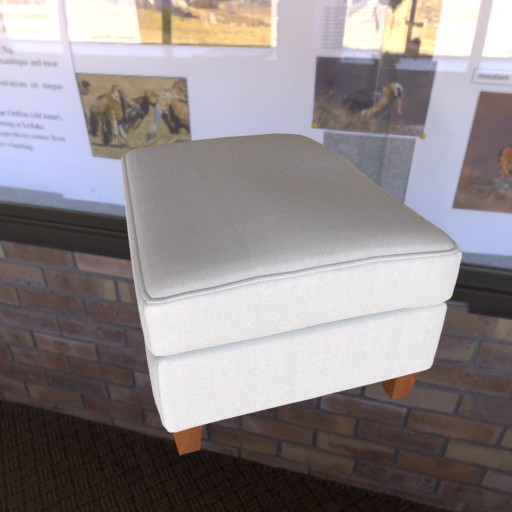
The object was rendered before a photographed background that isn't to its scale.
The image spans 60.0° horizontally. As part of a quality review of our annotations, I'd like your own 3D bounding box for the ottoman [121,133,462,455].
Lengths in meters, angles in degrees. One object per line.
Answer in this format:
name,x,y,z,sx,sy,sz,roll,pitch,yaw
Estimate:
ottoman,0.000,0.000,1.199,0.634,0.496,0.818,-9,32,-14
